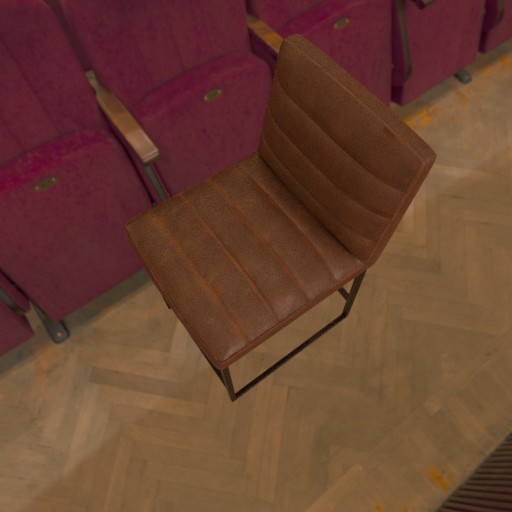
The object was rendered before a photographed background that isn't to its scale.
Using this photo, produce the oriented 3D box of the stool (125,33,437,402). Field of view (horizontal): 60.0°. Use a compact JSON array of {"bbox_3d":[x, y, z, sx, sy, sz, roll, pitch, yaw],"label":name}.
[{"bbox_3d":[0.000,0.000,1.257,0.562,0.942,0.463,-33,68,-15],"label":"stool"}]
